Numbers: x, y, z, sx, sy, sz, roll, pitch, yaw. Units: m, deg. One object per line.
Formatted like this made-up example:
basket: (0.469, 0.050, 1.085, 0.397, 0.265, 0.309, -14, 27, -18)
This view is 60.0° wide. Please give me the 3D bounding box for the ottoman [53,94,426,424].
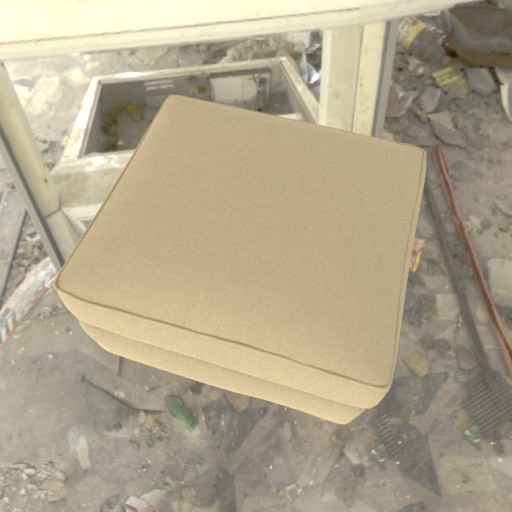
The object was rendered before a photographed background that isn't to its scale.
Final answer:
ottoman: (0.000, 0.000, 1.150, 0.716, 0.505, 0.662, 15, 61, 9)
